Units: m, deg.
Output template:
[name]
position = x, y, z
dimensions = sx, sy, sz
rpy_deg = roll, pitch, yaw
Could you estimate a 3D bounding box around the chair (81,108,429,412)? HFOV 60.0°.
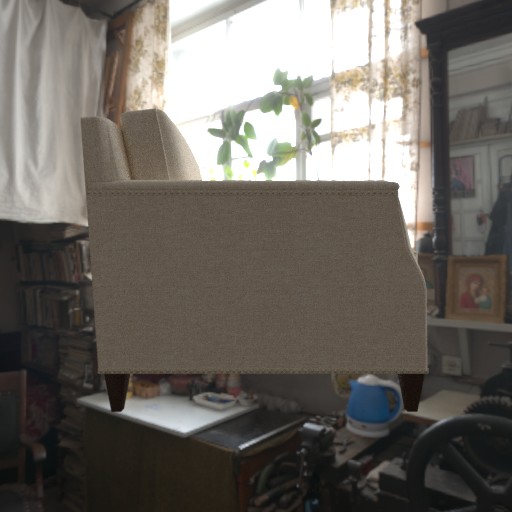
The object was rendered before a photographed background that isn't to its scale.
[chair]
position = 0.000, 0.000, 1.715
dimensions = 1.041, 0.940, 0.838
rpy_deg = 0, -1, 0
